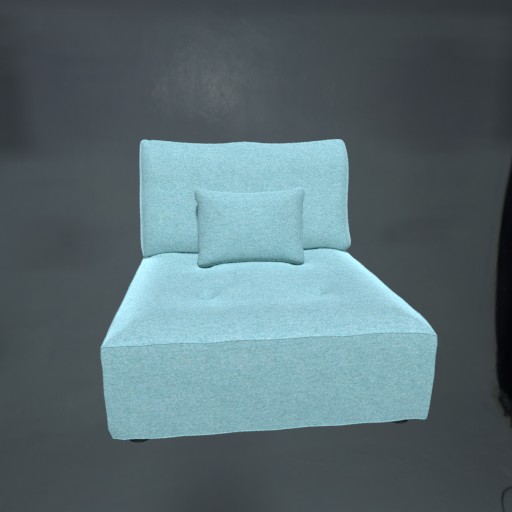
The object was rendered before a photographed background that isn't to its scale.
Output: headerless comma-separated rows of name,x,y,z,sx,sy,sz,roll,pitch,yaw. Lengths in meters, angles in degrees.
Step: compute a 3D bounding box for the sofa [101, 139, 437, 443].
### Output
sofa,0.000,0.000,1.646,0.930,0.820,1.000,-2,16,-6
